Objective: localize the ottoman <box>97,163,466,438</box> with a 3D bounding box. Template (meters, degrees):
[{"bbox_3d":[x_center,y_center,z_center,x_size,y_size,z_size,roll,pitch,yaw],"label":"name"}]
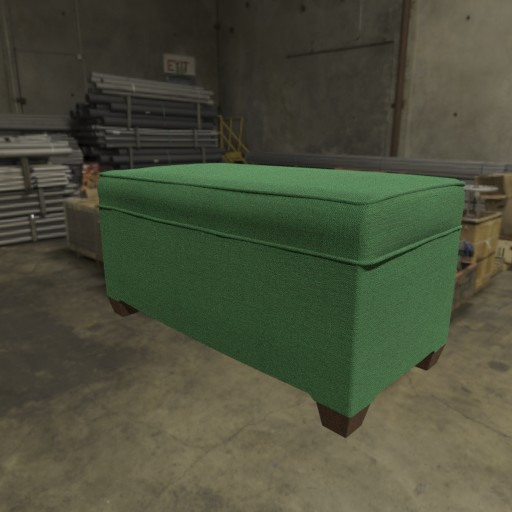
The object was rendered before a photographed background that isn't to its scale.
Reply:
[{"bbox_3d":[0.000,0.000,1.221,0.957,0.471,0.483,14,21,43],"label":"ottoman"}]
